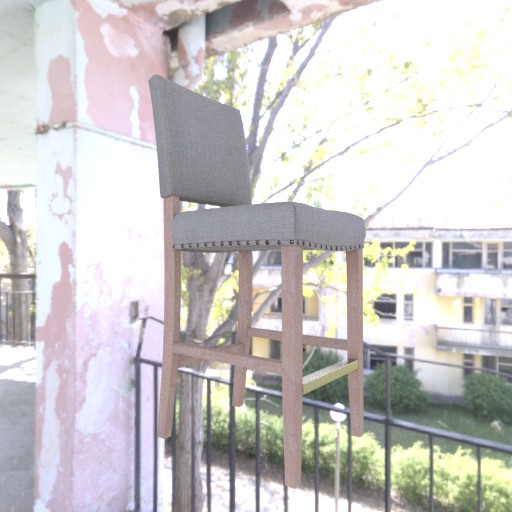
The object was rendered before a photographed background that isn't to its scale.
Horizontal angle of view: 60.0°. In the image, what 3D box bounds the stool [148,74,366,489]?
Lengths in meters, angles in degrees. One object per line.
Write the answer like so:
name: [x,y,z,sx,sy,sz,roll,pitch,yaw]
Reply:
stool: [0.000,0.000,1.450,0.585,1.173,0.445,0,0,37]
